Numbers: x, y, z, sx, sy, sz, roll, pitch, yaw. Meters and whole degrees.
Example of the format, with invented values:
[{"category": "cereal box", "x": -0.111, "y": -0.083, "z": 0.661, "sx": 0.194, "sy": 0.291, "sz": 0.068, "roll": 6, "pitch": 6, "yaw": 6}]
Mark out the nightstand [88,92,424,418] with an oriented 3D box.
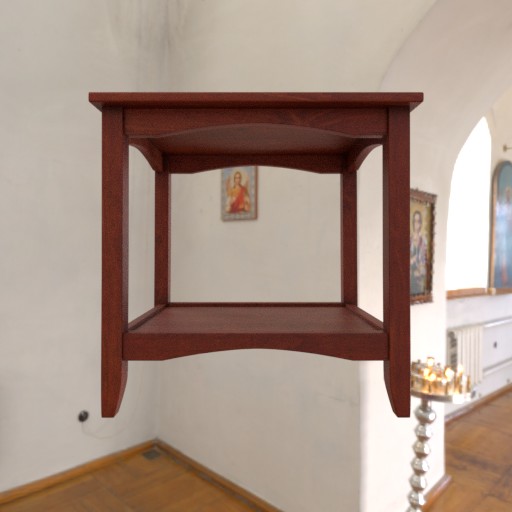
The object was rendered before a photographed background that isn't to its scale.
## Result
[{"category": "nightstand", "x": 0.000, "y": 0.000, "z": 0.993, "sx": 0.558, "sy": 0.558, "sz": 0.501, "roll": 0, "pitch": 1, "yaw": 0}]
